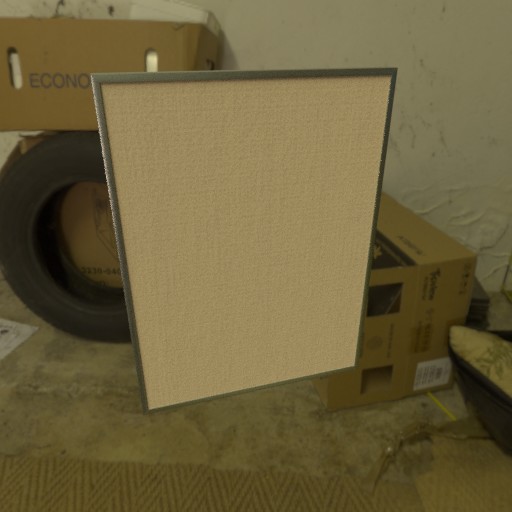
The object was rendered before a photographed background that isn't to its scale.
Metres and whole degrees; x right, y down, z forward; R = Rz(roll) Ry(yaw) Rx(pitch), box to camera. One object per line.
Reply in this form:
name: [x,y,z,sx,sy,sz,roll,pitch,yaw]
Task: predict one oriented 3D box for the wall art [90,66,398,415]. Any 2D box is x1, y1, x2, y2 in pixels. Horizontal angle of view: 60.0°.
wall art: [0.000,0.000,1.371,0.803,1.062,0.041,-8,28,-15]
